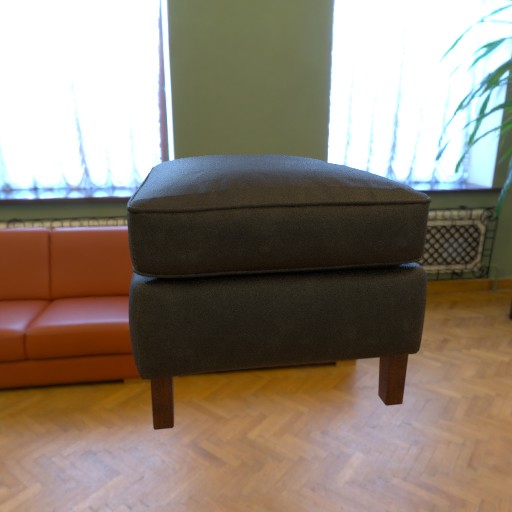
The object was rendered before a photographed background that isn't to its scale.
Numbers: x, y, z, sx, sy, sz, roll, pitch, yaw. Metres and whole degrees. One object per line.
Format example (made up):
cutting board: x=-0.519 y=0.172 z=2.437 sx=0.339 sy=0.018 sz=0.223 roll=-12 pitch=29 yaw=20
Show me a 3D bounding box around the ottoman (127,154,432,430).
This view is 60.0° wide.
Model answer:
ottoman: x=0.000 y=0.000 z=0.980 sx=0.501 sy=0.413 sz=0.665 roll=-3 pitch=17 yaw=-9
